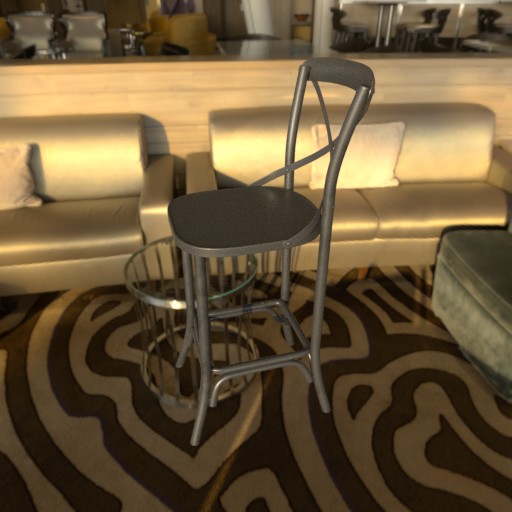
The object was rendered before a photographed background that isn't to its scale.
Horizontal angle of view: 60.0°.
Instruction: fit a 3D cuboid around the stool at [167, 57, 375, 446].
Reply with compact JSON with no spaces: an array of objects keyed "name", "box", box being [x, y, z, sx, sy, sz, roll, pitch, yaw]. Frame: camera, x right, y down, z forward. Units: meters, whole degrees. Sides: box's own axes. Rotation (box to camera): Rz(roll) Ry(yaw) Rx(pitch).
[{"name":"stool","box":[0.000,0.000,1.463,0.584,1.168,0.457,-8,31,-14]}]
